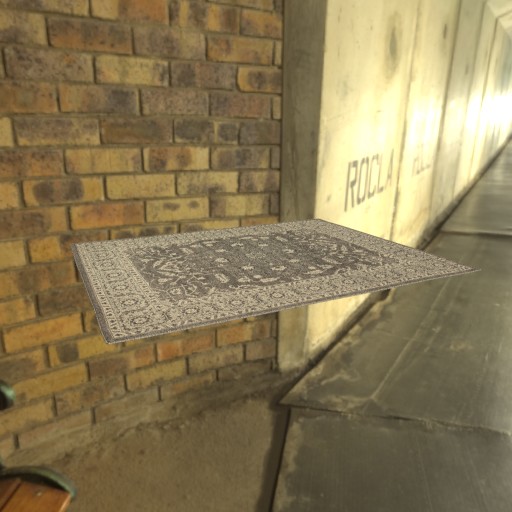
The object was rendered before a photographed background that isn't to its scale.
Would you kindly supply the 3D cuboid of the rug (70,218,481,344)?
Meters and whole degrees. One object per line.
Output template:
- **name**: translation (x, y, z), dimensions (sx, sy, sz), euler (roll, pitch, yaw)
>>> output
- **rug**: translation (0.000, 0.000, 4.153), dimensions (3.069, 0.026, 2.451), euler (-8, 18, -25)
